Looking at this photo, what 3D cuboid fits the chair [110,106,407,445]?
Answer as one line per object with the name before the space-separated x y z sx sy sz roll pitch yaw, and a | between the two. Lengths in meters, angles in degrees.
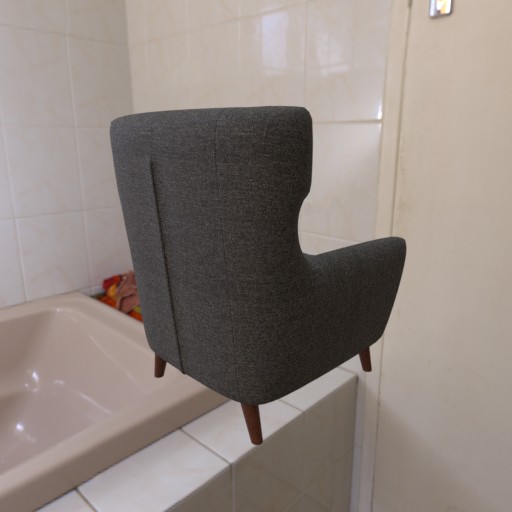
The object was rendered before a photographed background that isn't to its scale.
chair | 0.000 0.000 1.748 0.904 1.063 0.878 -14 20 -43
